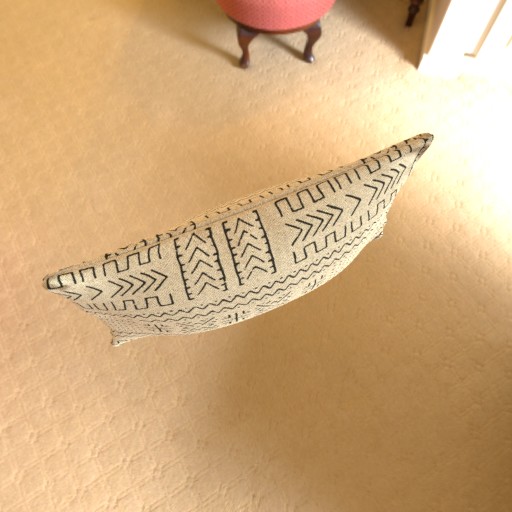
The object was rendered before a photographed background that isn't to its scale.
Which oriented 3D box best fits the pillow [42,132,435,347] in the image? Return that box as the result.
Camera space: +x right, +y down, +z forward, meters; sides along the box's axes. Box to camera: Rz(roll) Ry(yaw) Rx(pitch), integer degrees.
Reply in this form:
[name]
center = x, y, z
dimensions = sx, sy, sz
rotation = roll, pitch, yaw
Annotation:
[pillow]
center = 0.000, 0.000, 0.802
dimensions = 0.637, 0.352, 0.188
rotation = -22, 67, -10
